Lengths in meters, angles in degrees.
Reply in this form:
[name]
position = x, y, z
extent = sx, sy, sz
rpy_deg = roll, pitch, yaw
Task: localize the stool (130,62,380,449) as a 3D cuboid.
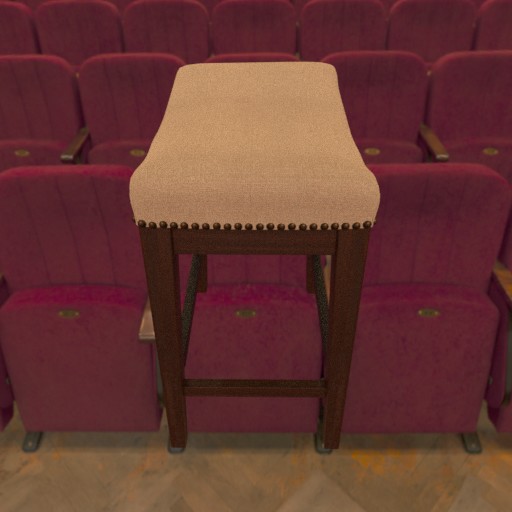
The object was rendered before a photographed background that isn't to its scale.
[stool]
position = 0.000, 0.000, 0.943
extent = 0.363, 0.669, 0.509
rpy_deg = 0, 40, 0
